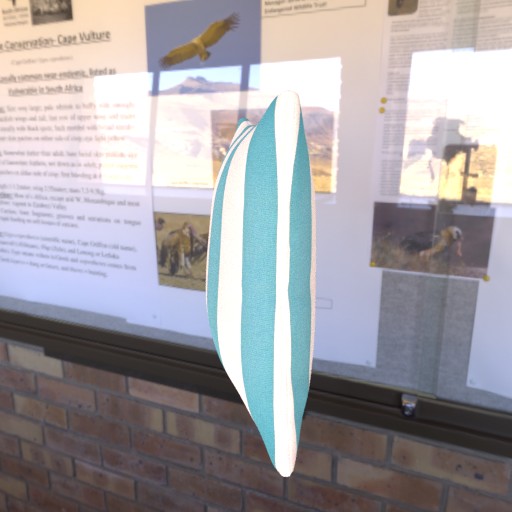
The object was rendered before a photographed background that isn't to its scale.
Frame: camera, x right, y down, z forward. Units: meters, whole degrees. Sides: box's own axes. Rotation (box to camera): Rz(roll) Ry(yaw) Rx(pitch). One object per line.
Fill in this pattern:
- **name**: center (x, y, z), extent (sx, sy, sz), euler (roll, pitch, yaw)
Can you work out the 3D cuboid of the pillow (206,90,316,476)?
- **pillow**: center (0.000, 0.000, 0.824), extent (0.189, 0.526, 0.536), euler (-2, 14, -9)
